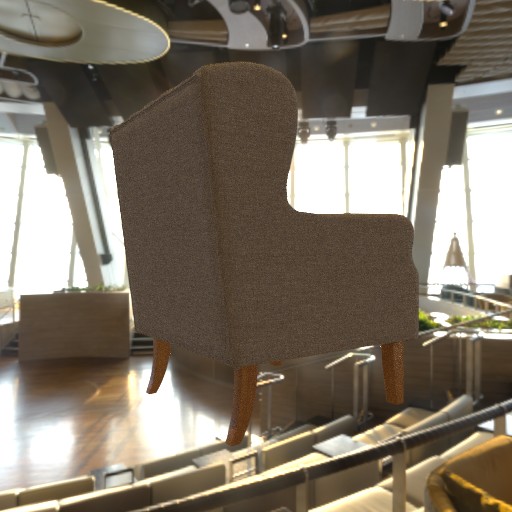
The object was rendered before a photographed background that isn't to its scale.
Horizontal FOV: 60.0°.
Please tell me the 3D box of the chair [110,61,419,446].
[{"bbox_3d":[0.000,0.000,1.450,0.760,0.930,0.710,0,0,-37],"label":"chair"}]
